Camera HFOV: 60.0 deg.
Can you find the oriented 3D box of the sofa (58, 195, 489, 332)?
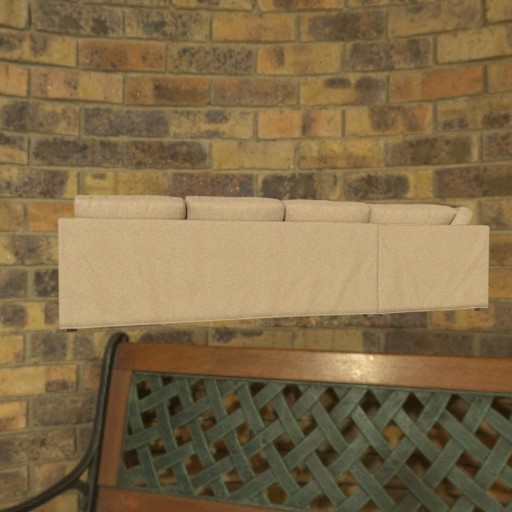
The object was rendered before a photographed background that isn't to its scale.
[{"bbox_3d":[0.000,0.000,4.221,3.182,0.871,2.432,0,1,-17],"label":"sofa"}]
